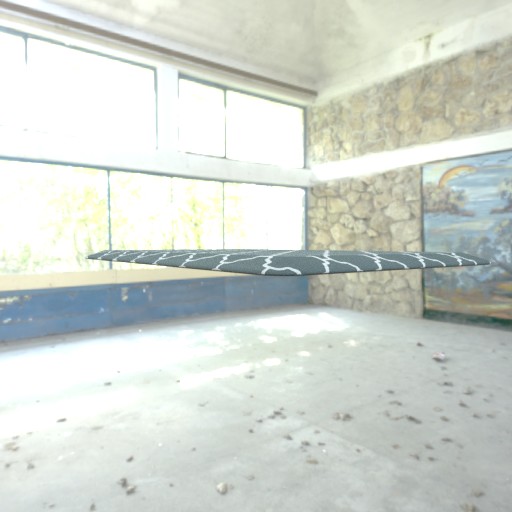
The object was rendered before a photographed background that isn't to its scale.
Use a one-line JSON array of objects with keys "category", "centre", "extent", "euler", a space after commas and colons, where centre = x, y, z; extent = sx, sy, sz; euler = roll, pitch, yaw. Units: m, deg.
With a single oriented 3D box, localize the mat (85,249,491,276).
[{"category": "mat", "centre": [0.000, 0.000, 0.939], "extent": [0.508, 0.021, 0.762], "euler": [-1, 2, -37]}]
